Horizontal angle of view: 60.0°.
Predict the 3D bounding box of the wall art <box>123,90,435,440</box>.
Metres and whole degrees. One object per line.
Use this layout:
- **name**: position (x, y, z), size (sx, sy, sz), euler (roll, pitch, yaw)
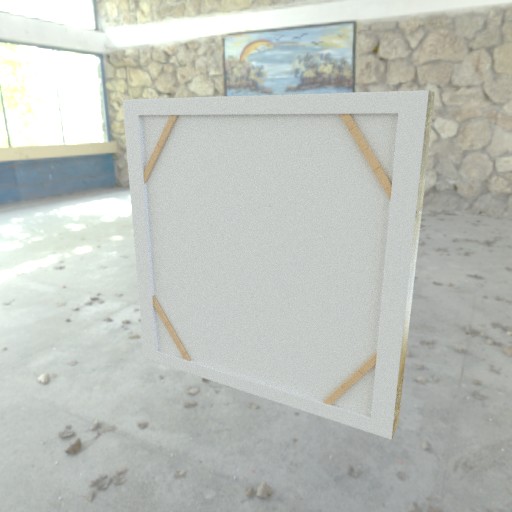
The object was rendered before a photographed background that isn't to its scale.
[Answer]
- **wall art**: position (0.000, 0.000, 0.599), size (0.405, 0.407, 0.038), euler (9, 19, 28)
